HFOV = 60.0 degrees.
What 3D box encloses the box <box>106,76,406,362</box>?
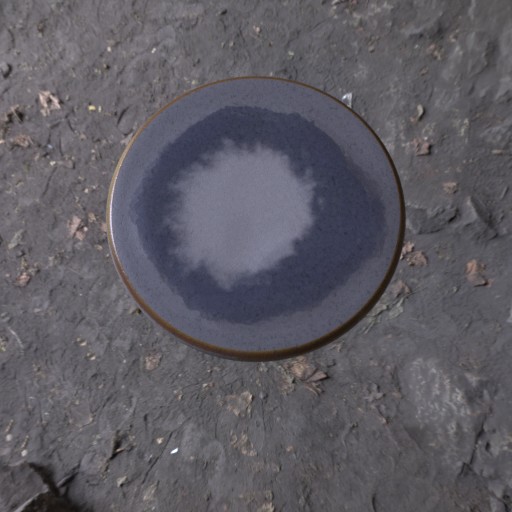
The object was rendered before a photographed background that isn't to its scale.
[{"bbox_3d":[0.000,0.000,0.252,0.118,0.168,0.118,0,76,0],"label":"box"}]
